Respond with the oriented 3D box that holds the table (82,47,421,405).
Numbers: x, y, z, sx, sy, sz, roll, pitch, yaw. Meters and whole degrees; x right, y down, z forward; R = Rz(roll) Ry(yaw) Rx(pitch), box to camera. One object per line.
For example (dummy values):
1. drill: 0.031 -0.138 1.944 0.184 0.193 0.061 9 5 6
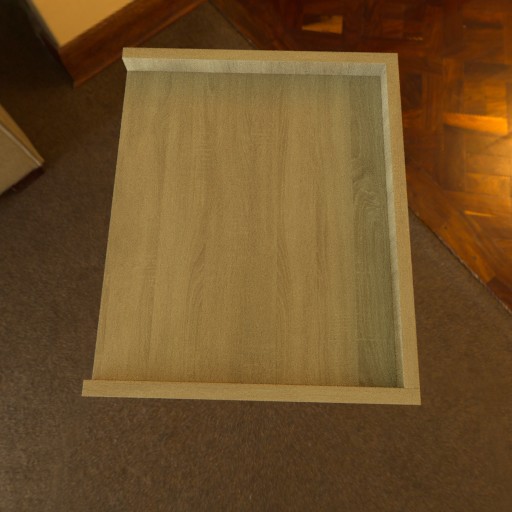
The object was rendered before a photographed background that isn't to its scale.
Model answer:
1. table: 0.000 0.000 0.768 0.370 0.470 0.450 1 75 0
